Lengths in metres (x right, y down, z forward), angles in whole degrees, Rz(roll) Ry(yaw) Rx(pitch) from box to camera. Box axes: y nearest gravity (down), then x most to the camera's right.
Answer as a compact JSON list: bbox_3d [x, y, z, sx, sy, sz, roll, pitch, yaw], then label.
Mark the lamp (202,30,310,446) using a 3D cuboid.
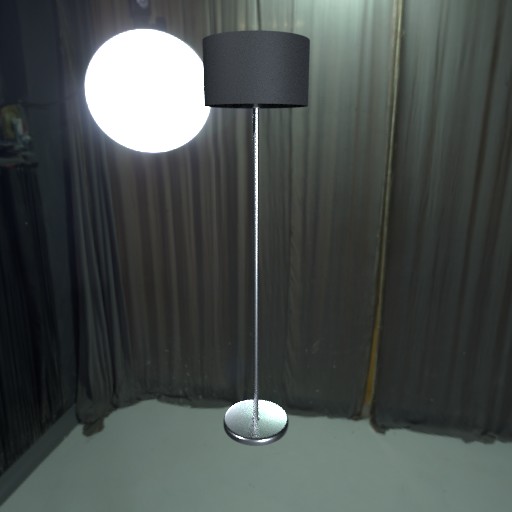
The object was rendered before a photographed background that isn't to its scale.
[{"bbox_3d":[0.000,0.000,1.635,0.348,1.443,0.348,3,16,9],"label":"lamp"}]
